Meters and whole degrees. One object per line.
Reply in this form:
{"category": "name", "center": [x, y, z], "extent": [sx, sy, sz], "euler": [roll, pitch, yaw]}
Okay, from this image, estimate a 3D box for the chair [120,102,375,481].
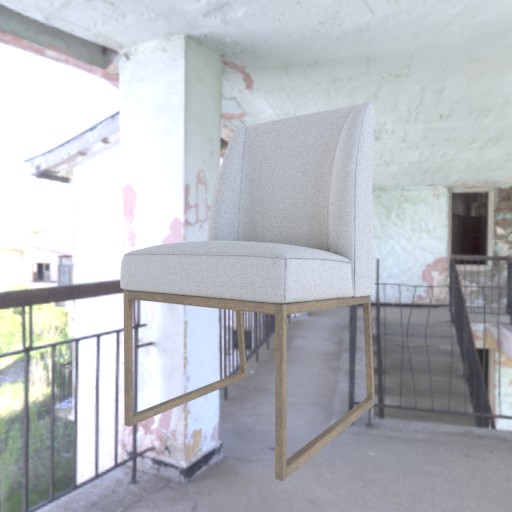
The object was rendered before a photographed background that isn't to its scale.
{"category": "chair", "center": [0.000, 0.000, 1.191], "extent": [0.508, 0.863, 0.522], "euler": [1, 2, 35]}
